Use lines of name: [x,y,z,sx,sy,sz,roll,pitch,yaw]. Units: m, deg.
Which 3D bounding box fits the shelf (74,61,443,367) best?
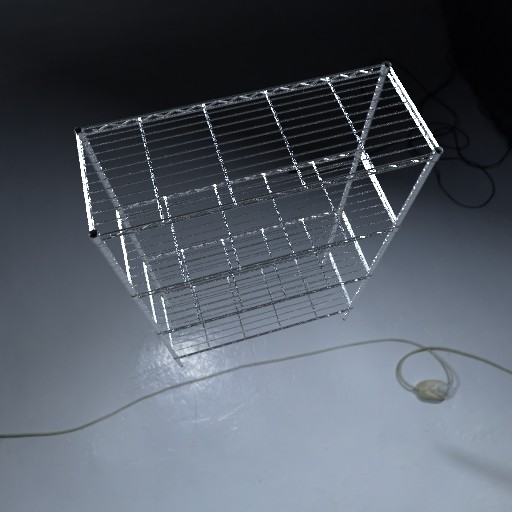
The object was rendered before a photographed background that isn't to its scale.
shelf: [0.000,0.000,1.762,0.907,1.360,0.352,-15,64,-7]
